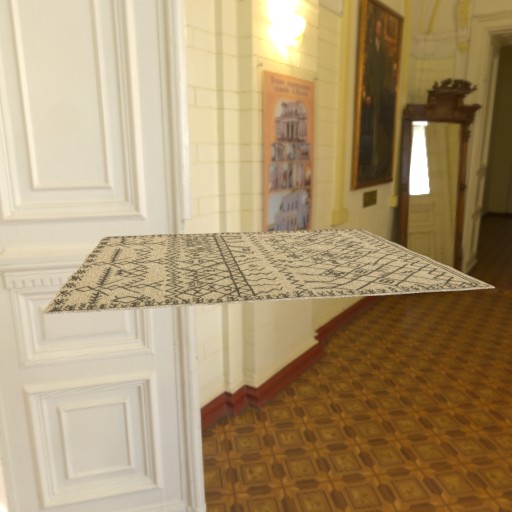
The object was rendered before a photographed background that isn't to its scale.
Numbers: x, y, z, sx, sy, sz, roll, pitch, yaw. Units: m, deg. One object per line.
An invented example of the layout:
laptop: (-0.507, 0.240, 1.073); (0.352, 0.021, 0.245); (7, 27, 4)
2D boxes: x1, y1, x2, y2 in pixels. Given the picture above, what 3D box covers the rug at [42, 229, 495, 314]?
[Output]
rug: (0.000, 0.000, 3.262); (2.455, 0.025, 1.964); (-2, 14, -10)
